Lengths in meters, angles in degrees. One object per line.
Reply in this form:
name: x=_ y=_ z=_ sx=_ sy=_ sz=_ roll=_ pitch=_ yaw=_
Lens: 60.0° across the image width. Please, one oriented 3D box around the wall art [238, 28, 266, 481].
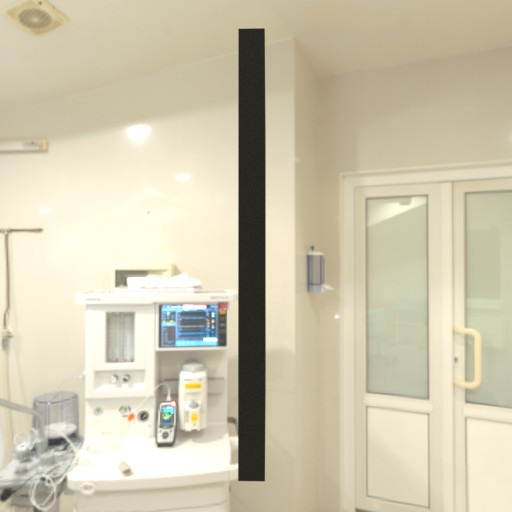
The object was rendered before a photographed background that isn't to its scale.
wall art: x=0.000 y=0.000 z=0.559 sx=0.024 sy=0.404 sz=0.329 roll=0 pitch=-1 yaw=1
